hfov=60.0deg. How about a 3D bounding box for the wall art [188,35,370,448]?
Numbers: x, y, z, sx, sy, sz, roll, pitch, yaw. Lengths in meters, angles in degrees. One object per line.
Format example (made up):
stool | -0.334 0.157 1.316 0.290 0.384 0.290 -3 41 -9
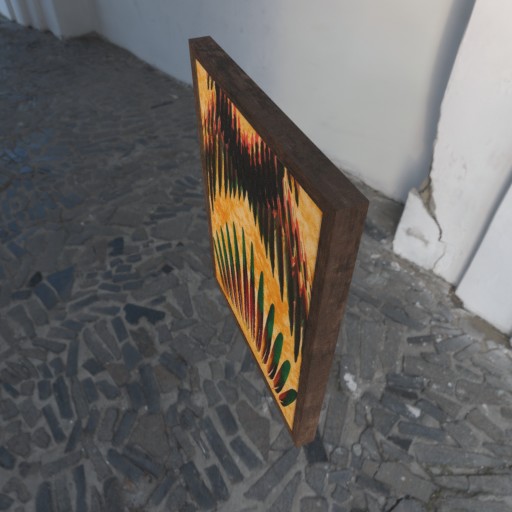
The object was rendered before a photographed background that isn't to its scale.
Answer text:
wall art | 0.000 0.000 0.546 0.027 0.406 0.329 -17 48 -16
